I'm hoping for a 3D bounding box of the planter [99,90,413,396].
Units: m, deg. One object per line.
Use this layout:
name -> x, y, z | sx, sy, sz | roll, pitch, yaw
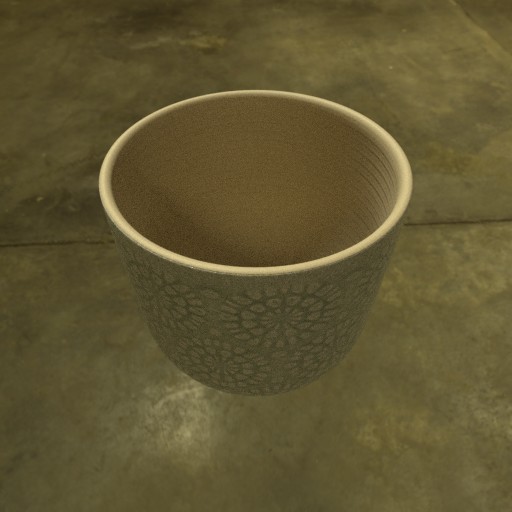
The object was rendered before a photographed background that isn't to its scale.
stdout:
planter -> 0.000, 0.000, 0.299 | 0.169, 0.153, 0.169 | 0, 46, 0
